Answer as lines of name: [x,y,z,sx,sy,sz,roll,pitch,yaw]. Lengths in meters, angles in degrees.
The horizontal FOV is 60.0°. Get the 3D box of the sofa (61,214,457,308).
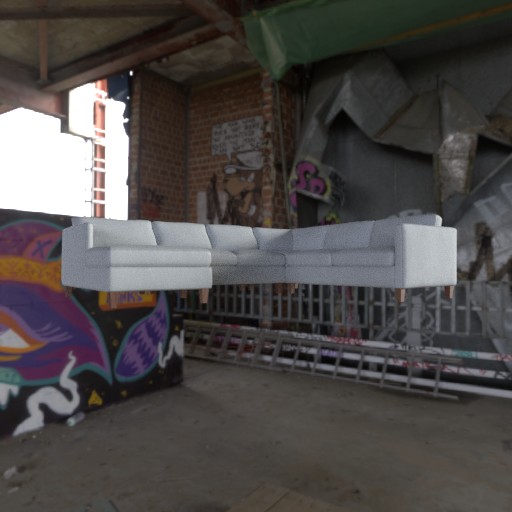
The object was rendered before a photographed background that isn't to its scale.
sofa: [0.000,0.000,4.539,3.238,0.853,2.551,1,-2,-36]
